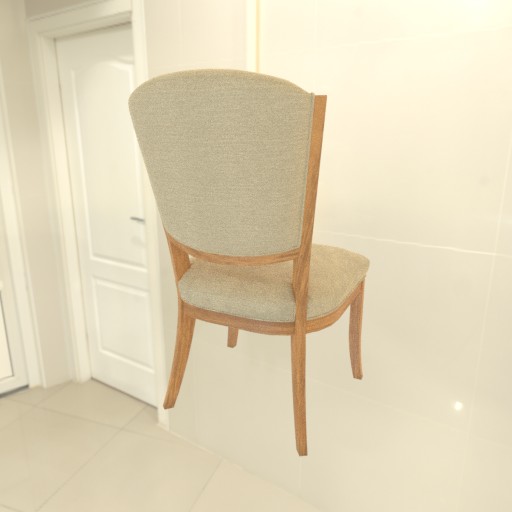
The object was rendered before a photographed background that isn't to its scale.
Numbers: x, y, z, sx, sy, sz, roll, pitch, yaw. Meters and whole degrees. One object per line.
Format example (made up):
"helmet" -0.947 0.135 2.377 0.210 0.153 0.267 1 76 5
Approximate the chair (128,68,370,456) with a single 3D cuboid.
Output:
"chair" 0.000 0.000 1.233 0.513 0.905 0.584 8 17 26
